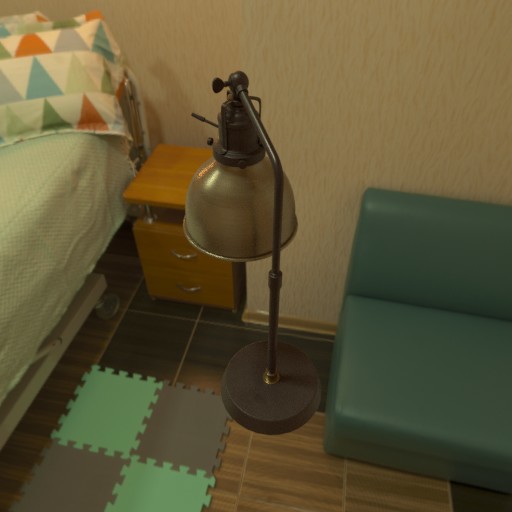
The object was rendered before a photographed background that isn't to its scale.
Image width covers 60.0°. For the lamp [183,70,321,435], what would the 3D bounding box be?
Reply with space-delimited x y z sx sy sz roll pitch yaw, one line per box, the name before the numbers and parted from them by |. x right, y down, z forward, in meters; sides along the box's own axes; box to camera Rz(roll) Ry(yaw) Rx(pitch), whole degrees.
lamp | 0.000 0.000 0.619 0.175 0.469 0.298 -12 43 -13
